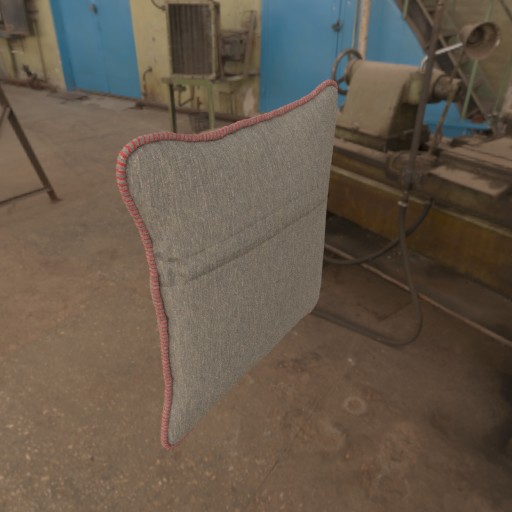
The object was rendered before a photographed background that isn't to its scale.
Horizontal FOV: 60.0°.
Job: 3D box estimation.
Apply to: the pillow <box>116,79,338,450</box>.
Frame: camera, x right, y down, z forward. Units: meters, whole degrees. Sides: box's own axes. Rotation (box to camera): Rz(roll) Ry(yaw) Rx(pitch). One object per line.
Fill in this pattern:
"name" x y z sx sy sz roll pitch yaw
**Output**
"pillow" 0.000 0.000 0.729 0.124 0.491 0.482 21 37 30
